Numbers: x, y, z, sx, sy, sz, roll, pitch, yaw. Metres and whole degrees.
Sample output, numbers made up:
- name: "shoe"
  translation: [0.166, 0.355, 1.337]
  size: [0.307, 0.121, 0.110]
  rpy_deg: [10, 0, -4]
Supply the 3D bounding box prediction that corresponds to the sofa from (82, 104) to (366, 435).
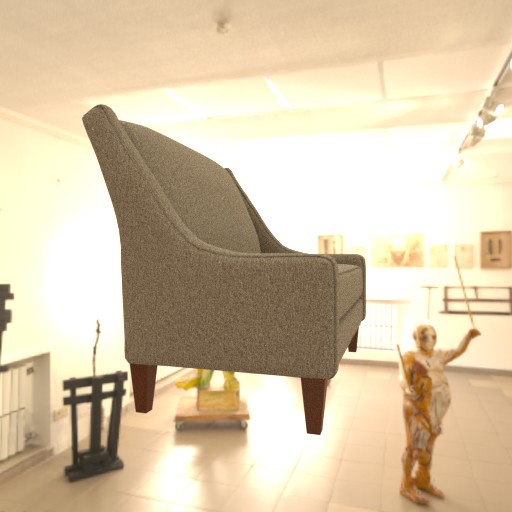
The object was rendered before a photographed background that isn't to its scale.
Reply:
- name: "sofa"
  translation: [0.000, 0.000, 1.943]
  size: [0.862, 1.026, 1.242]
  rpy_deg: [0, 0, 18]
